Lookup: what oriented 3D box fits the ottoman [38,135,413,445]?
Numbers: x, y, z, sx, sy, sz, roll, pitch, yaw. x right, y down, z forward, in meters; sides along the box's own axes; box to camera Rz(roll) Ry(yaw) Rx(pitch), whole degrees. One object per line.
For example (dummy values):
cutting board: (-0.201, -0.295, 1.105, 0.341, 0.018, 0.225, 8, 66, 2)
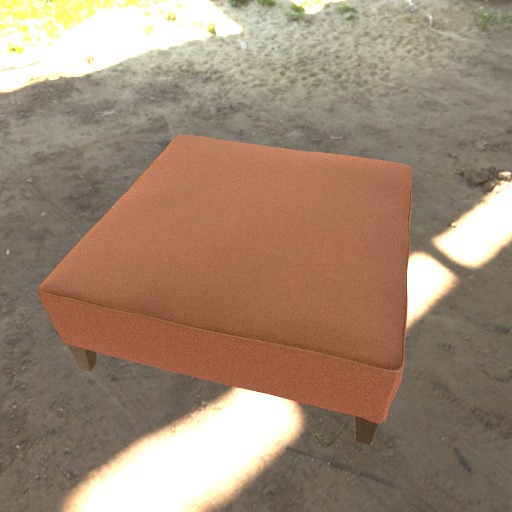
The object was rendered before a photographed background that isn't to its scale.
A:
ottoman: (0.000, 0.000, 1.569, 0.997, 0.438, 0.999, 11, 42, 12)
